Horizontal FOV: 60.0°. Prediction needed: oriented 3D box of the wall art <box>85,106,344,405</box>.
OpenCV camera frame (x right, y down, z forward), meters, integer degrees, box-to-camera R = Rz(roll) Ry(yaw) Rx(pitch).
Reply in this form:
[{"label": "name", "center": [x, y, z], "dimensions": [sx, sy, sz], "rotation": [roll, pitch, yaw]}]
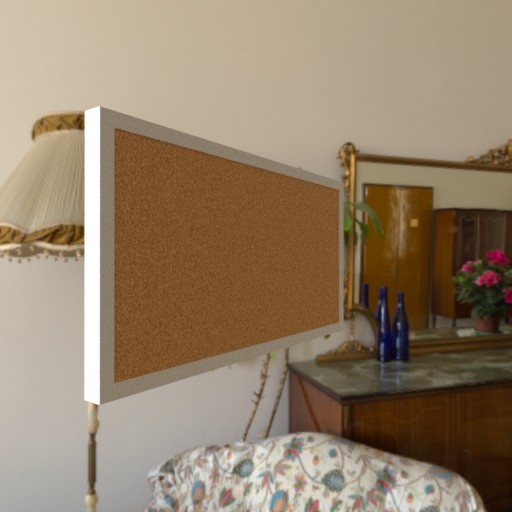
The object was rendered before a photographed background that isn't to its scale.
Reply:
[{"label": "wall art", "center": [0.000, 0.000, 0.977], "dimensions": [0.038, 0.431, 0.812], "rotation": [0, 0, 36]}]
